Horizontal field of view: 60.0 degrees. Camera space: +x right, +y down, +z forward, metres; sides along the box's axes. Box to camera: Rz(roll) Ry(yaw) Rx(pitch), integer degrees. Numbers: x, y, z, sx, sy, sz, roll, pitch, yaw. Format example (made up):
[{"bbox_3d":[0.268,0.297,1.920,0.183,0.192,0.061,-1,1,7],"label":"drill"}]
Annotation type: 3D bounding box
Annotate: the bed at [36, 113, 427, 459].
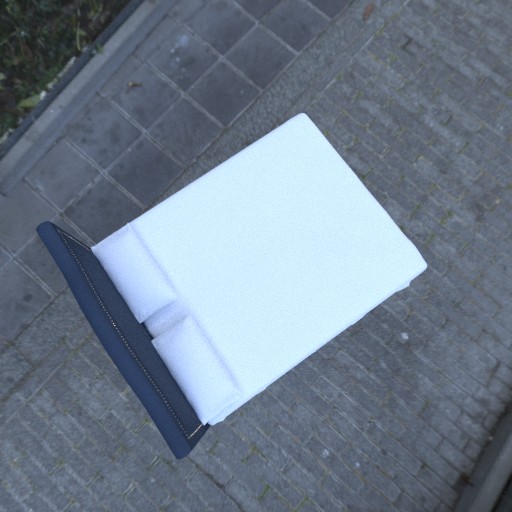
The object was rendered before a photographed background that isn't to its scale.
[{"bbox_3d":[0.000,0.000,3.441,2.282,1.436,1.821,-34,79,-8],"label":"bed"}]
